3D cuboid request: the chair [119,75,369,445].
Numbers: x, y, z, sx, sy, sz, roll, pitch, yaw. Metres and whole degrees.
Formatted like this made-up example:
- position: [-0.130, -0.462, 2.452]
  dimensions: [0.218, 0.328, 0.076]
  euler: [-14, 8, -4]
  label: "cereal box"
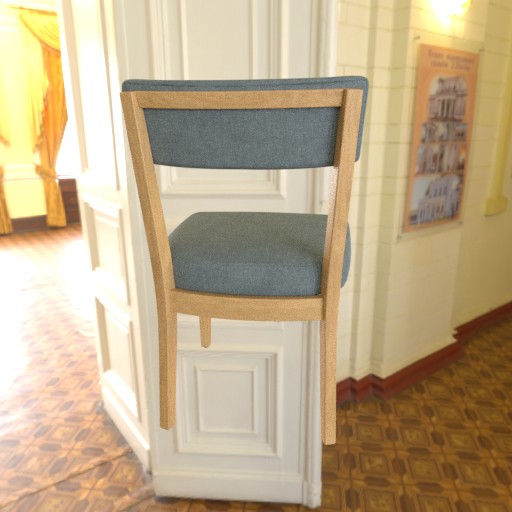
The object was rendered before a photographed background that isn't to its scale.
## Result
- position: [0.000, 0.000, 1.170]
  dimensions: [0.508, 0.832, 0.572]
  euler: [2, 16, 8]
  label: "chair"
